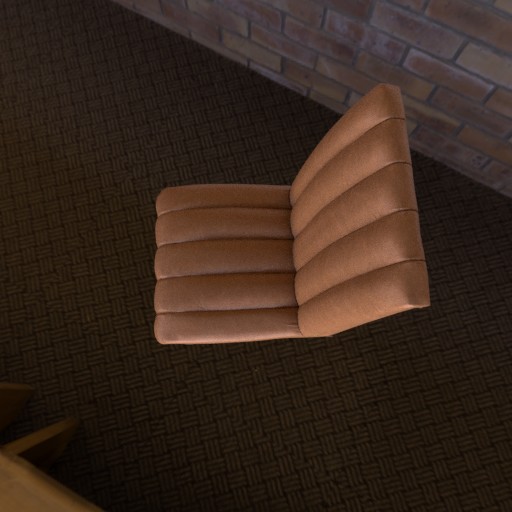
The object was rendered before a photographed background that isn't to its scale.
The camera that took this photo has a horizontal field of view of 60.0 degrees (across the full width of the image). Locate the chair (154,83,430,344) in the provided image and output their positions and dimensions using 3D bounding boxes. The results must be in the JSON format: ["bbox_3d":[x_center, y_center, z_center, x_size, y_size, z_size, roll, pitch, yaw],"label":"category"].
[{"bbox_3d":[0.000,0.000,1.357,0.647,1.016,0.511,-2,76,-1],"label":"chair"}]
